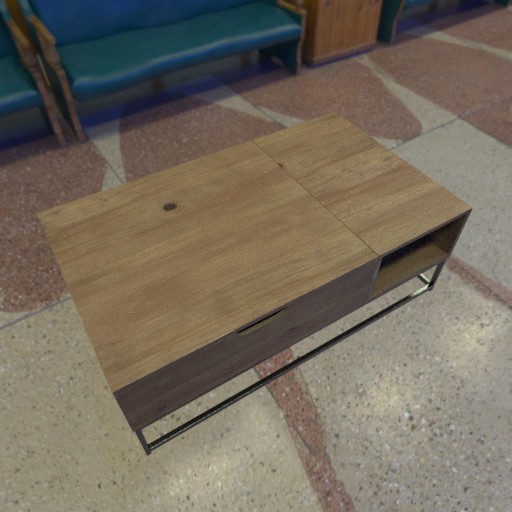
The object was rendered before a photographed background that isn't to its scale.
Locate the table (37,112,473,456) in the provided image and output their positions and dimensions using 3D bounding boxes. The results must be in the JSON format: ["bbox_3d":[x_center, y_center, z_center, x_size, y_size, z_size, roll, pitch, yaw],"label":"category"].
[{"bbox_3d":[0.000,0.000,1.443,1.101,0.395,0.655,-24,52,-21],"label":"table"}]
